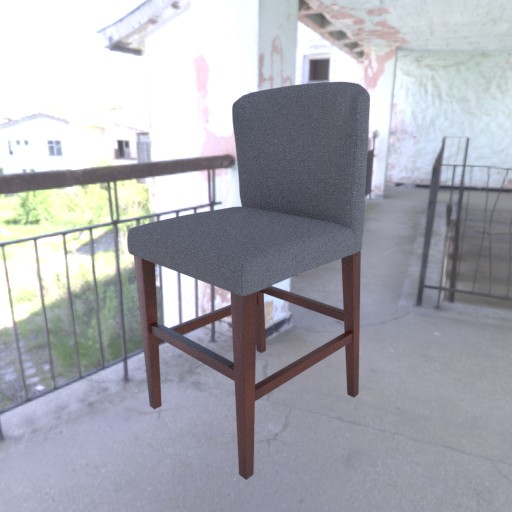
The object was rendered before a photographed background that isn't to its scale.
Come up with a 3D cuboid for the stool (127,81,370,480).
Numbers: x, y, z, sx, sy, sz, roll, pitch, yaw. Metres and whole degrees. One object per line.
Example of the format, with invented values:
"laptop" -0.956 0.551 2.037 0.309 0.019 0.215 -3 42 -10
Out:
"stool" 0.000 0.000 1.286 0.479 0.968 0.568 16 23 42
